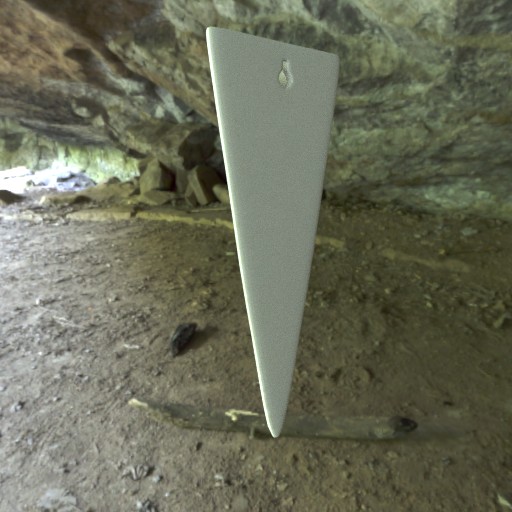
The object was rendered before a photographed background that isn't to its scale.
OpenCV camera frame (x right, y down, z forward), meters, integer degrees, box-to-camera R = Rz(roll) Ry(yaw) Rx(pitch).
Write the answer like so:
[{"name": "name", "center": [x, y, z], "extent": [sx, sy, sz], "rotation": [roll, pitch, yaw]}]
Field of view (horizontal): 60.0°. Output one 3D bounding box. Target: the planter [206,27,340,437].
[{"name": "planter", "center": [0.000, 0.000, 0.392], "extent": [0.143, 0.338, 0.065], "rotation": [-14, 20, -43]}]
